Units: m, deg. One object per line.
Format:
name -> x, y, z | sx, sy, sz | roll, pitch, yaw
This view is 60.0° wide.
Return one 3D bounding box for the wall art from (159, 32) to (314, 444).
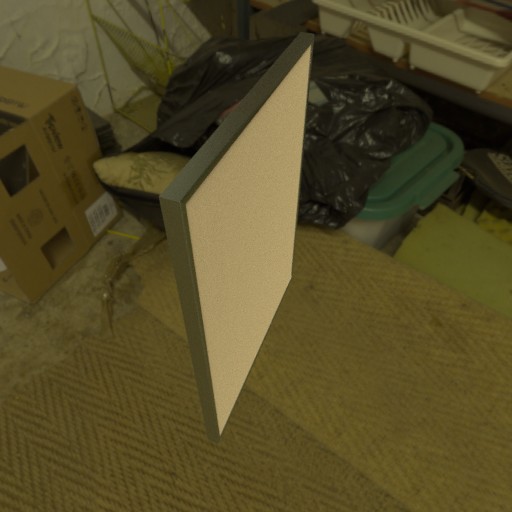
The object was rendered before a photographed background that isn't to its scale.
wall art -> 0.000, 0.000, 1.392 | 0.041, 1.062, 0.803 | 16, 48, 15
